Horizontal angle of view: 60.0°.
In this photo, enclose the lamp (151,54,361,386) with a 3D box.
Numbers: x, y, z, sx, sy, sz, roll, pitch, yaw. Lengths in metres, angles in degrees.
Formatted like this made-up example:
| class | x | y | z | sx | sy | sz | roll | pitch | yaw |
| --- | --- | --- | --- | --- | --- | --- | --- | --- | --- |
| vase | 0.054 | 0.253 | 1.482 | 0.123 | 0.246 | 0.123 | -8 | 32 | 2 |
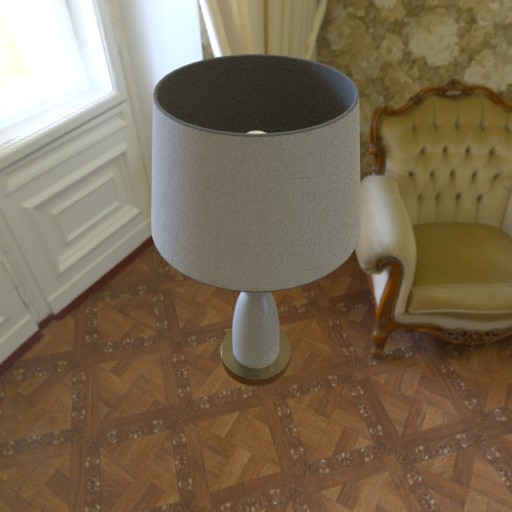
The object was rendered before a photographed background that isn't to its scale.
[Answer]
| class | x | y | z | sx | sy | sz | roll | pitch | yaw |
| --- | --- | --- | --- | --- | --- | --- | --- | --- | --- |
| lamp | 0.000 | 0.000 | 0.715 | 0.309 | 0.545 | 0.309 | 0 | 42 | 0 |
